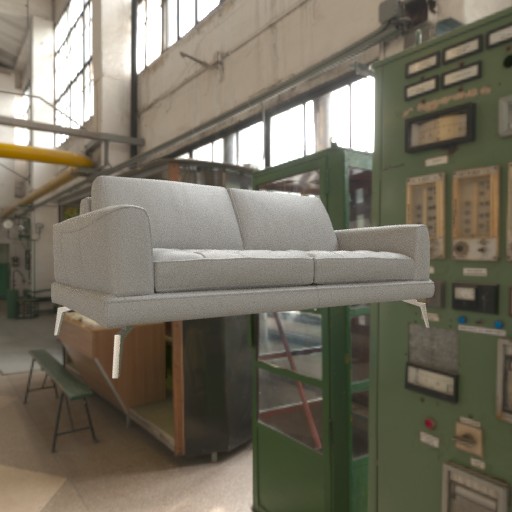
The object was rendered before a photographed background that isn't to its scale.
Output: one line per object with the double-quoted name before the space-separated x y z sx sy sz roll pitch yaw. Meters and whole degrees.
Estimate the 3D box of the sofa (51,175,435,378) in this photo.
"sofa" 0.000 0.000 2.730 2.177 0.930 1.121 0 0 -35
